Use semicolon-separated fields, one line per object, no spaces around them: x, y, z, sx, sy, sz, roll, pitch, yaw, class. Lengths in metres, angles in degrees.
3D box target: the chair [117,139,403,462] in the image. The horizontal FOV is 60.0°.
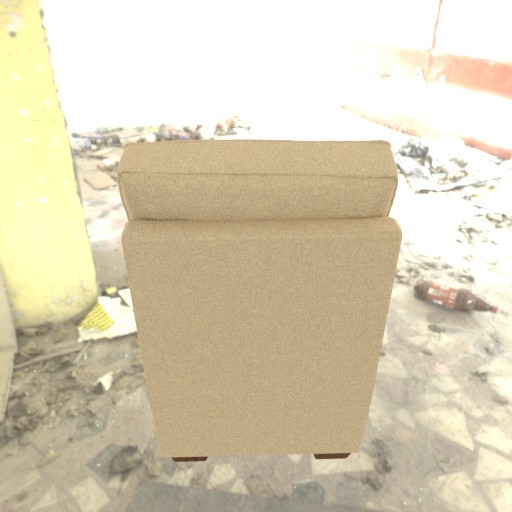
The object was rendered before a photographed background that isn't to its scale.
0.000;0.000;1.497;0.621;0.970;0.938;-1;30;-1;chair
